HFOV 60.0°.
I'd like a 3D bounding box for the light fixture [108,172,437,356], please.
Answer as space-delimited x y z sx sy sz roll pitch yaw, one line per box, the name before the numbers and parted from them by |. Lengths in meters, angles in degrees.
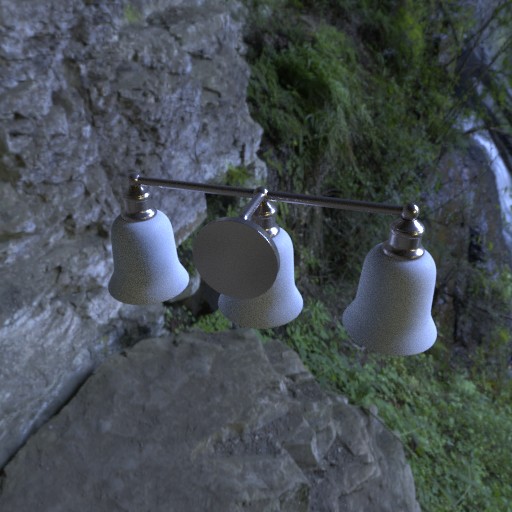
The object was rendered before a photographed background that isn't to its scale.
light fixture | 0.000 0.000 0.684 0.570 0.211 0.198 9 31 14
